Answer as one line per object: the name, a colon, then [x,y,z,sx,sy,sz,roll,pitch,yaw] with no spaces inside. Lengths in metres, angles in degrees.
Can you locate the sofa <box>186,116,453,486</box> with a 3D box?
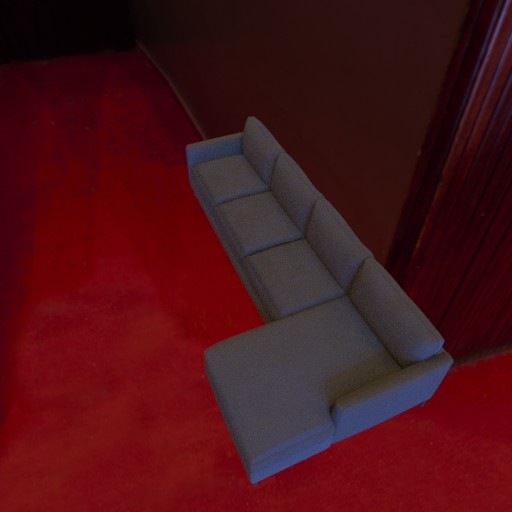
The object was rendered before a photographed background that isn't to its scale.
sofa: [0.000,0.000,3.260,1.255,0.756,2.725,-17,49,-16]
